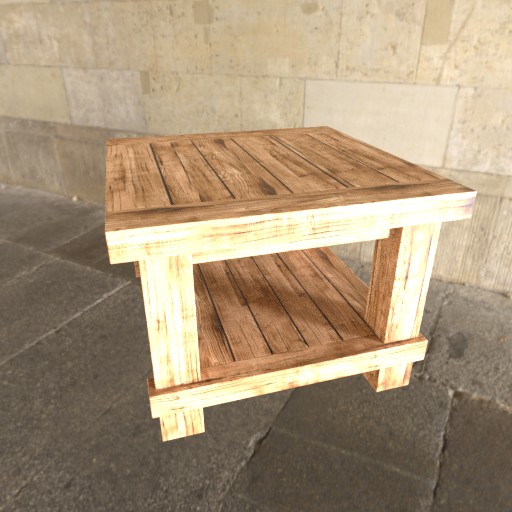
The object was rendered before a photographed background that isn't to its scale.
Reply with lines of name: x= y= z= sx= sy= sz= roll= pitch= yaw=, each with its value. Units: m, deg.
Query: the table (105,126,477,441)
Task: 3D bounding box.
table: x=0.000 y=0.000 z=1.044 sx=0.610 sy=0.457 sz=0.610 roll=-8 pitch=28 yaw=-15
